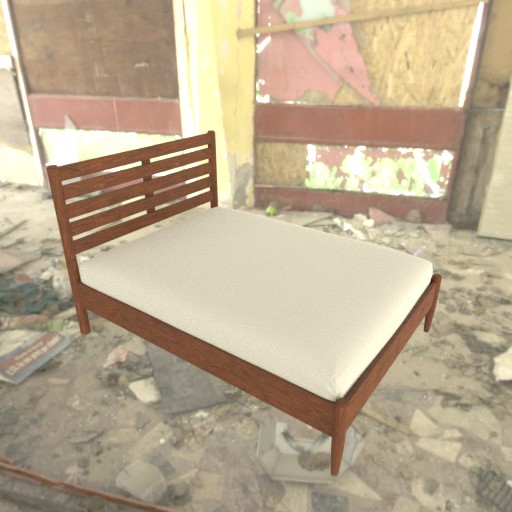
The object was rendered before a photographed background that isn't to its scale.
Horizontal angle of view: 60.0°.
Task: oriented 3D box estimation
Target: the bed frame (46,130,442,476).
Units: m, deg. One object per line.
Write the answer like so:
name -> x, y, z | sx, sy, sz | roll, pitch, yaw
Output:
bed frame -> 0.000, 0.000, 3.201 | 2.234, 1.321, 1.655 | 17, 31, 32
